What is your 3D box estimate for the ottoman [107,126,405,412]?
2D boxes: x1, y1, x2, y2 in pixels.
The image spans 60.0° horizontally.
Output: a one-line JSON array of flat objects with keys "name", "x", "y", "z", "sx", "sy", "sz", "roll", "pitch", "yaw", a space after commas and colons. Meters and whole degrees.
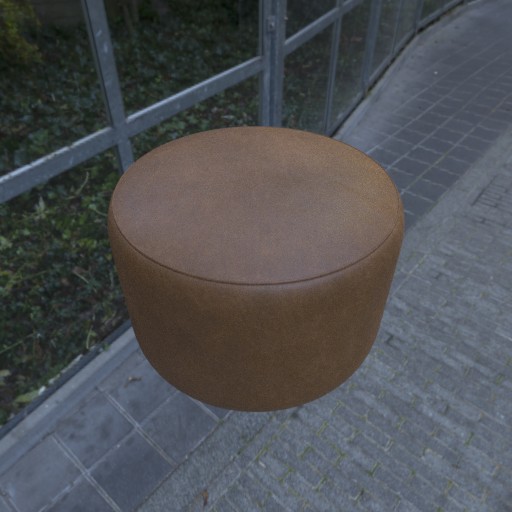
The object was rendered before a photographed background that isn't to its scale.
[{"name": "ottoman", "x": 0.000, "y": 0.000, "z": 1.022, "sx": 0.607, "sy": 0.438, "sz": 0.607, "roll": 0, "pitch": 40, "yaw": 0}]
